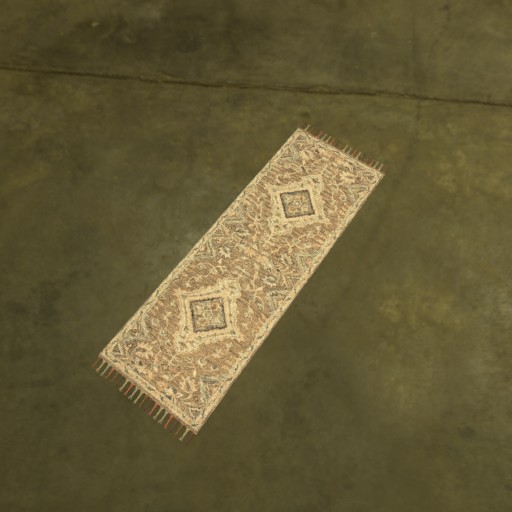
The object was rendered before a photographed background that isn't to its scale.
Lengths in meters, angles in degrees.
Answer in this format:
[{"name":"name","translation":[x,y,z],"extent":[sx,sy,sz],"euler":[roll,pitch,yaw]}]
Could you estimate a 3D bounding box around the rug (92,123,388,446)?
[{"name":"rug","translation":[0.000,0.000,2.872],"extent":[2.378,0.018,1.324],"euler":[-35,69,-16]}]
